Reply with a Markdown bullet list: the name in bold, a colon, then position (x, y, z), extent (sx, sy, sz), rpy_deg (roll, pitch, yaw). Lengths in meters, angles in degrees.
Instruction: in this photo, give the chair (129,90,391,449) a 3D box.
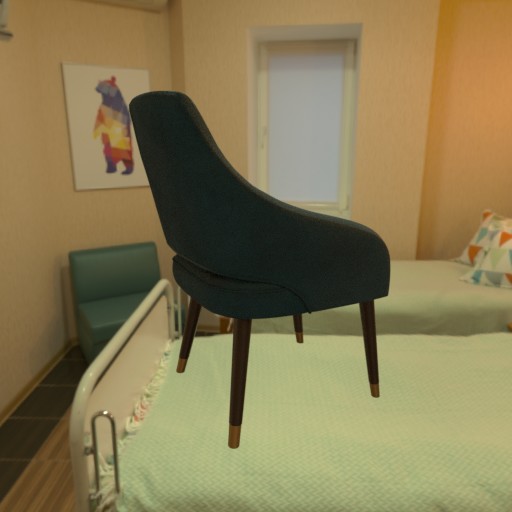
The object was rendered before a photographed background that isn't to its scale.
- **chair**: position (0.000, 0.000, 1.617), extent (0.794, 1.081, 0.683), rpy_deg (-8, 17, -27)
